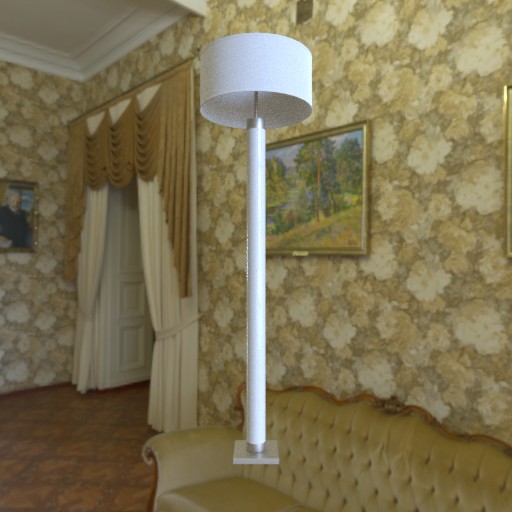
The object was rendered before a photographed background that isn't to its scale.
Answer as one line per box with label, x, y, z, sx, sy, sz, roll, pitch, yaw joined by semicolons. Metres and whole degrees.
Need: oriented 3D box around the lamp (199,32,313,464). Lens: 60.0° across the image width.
lamp;0.000;0.000;1.650;0.420;1.475;0.420;0;-1;0
